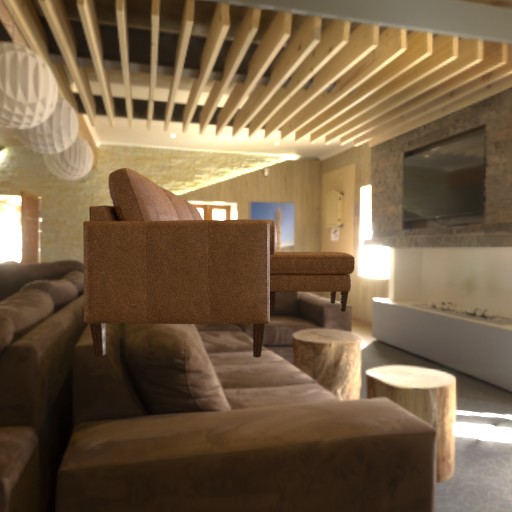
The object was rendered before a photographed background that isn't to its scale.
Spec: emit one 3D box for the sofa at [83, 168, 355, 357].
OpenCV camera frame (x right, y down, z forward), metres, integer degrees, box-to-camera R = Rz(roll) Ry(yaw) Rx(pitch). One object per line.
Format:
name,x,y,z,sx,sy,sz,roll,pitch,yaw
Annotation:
sofa,0.000,0.000,3.026,1.506,0.876,2.178,0,1,1
